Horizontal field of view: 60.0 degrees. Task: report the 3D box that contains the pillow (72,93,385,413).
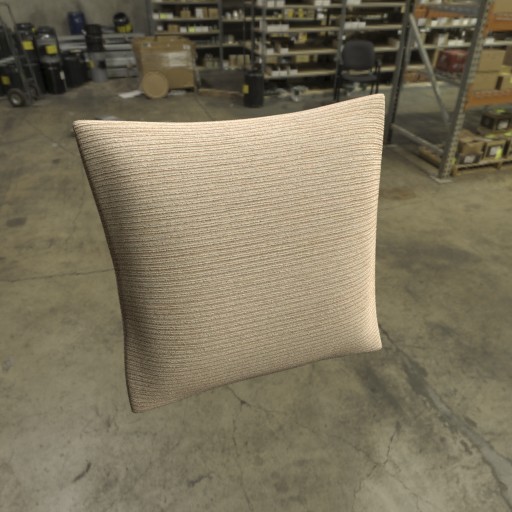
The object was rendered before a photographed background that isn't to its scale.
[{"bbox_3d":[0.000,0.000,0.645,0.424,0.401,0.177,-10,35,-15],"label":"pillow"}]
